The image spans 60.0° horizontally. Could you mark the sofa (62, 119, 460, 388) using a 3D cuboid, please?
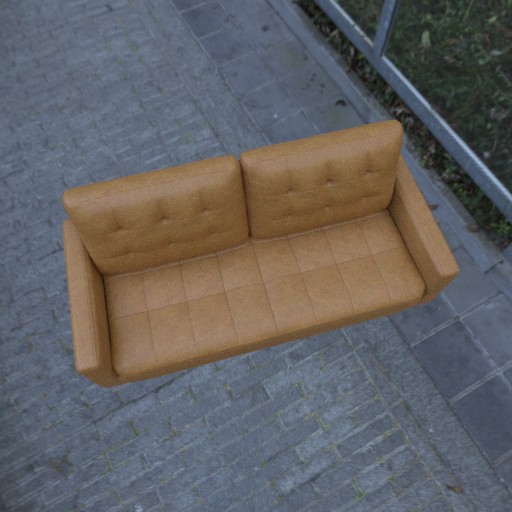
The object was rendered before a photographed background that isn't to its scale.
[{"bbox_3d":[0.000,0.000,2.255,1.821,0.898,0.850,-14,65,-6],"label":"sofa"}]
